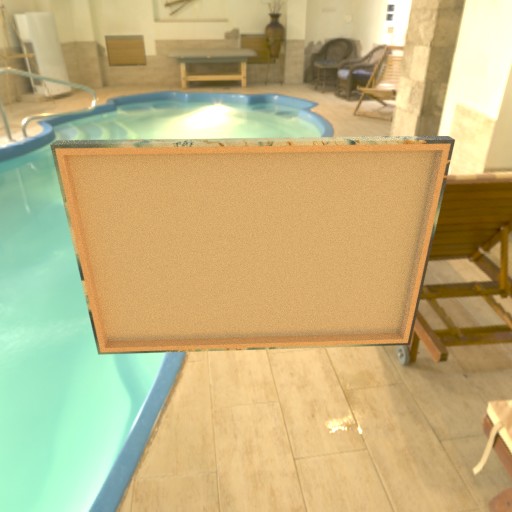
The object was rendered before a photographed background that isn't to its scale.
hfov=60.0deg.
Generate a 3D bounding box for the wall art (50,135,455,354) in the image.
[{"bbox_3d":[0.000,0.000,1.162,0.912,0.608,0.038,-1,29,-2],"label":"wall art"}]
